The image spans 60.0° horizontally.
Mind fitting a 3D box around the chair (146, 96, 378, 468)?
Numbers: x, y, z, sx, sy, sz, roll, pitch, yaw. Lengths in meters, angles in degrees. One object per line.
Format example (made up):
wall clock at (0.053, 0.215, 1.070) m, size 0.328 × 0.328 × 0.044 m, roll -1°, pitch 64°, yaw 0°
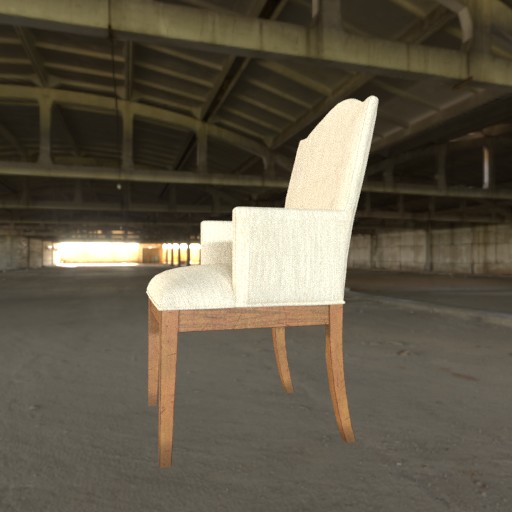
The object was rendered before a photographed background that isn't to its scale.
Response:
chair at (0.000, 0.000, 1.385) m, size 0.641 × 1.016 × 0.533 m, roll 0°, pitch 0°, yaw -17°
